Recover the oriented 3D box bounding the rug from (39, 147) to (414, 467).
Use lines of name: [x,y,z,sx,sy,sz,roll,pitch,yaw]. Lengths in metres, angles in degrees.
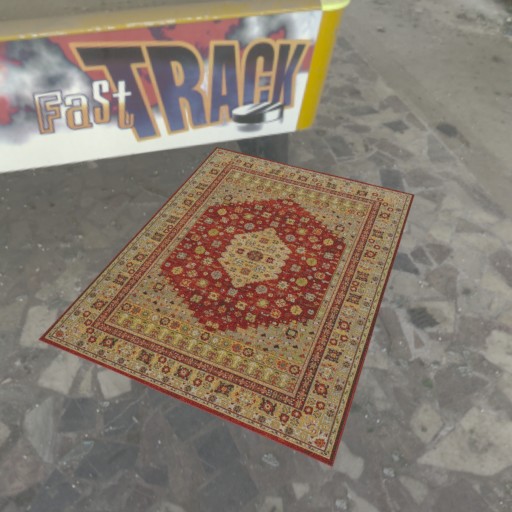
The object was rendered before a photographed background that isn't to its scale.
rug: [0.000,0.000,4.117,2.387,0.013,3.053,17,48,16]
